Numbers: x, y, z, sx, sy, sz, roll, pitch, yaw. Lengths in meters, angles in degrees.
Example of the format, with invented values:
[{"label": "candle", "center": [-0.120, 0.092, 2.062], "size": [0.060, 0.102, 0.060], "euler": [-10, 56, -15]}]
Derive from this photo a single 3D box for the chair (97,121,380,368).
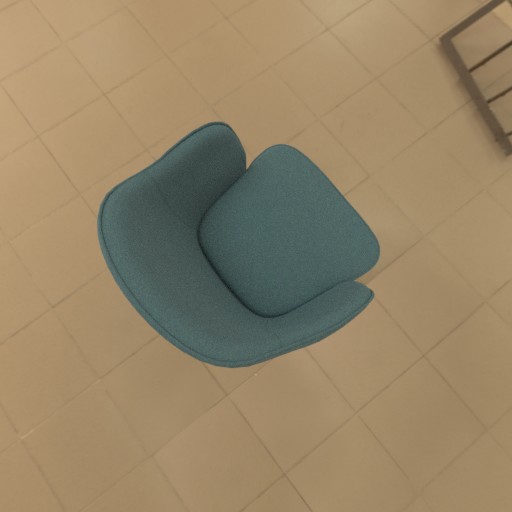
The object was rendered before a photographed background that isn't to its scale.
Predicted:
[{"label": "chair", "center": [0.000, 0.000, 1.212], "size": [0.585, 0.815, 0.570], "euler": [-37, 78, -9]}]
